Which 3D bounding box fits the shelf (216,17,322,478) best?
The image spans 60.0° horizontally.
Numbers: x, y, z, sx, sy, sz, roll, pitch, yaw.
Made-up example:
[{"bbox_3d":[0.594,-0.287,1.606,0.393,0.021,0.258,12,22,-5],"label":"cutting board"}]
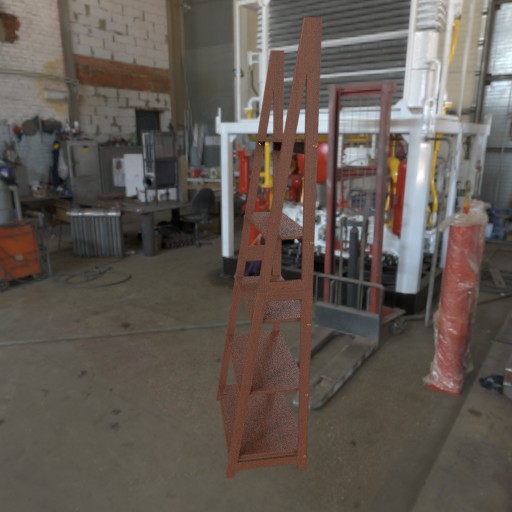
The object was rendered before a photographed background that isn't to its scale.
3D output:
[{"bbox_3d":[0.000,0.000,1.949,0.350,1.770,0.600,-2,15,-9],"label":"shelf"}]
